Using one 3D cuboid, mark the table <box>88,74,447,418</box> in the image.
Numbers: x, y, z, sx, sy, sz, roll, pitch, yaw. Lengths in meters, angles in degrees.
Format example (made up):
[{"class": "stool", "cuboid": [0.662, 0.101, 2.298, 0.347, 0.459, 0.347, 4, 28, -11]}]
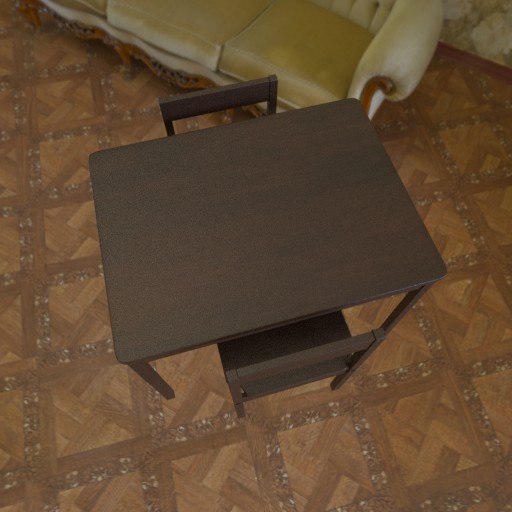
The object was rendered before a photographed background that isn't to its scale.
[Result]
[{"class": "table", "cuboid": [0.000, 0.000, 1.120, 0.650, 0.503, 0.672, -14, 64, -7]}]
